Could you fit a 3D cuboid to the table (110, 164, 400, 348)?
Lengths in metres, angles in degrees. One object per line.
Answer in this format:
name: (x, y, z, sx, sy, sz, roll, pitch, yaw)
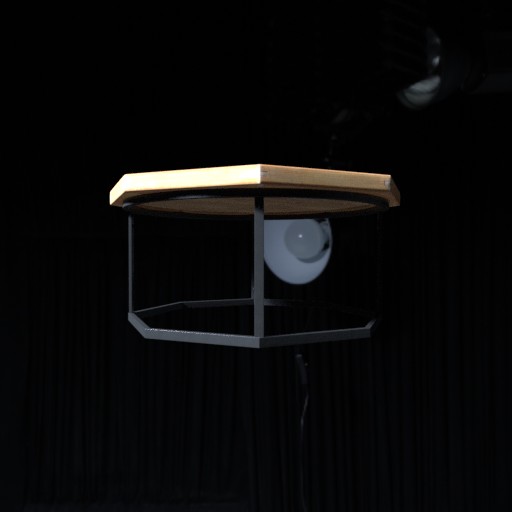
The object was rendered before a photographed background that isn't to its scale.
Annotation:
table: (0.000, 0.000, 1.536, 1.002, 0.444, 1.002, 0, 1, 0)
